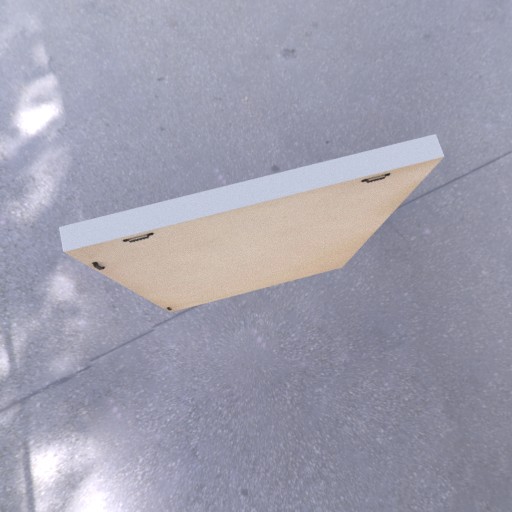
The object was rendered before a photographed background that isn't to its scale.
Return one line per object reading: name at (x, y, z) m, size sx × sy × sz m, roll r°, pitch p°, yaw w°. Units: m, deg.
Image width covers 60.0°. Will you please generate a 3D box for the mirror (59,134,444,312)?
mirror at (0.000, 0.000, 0.919) m, size 0.507 × 0.710 × 0.039 m, roll -14°, pitch 77°, yaw -3°
